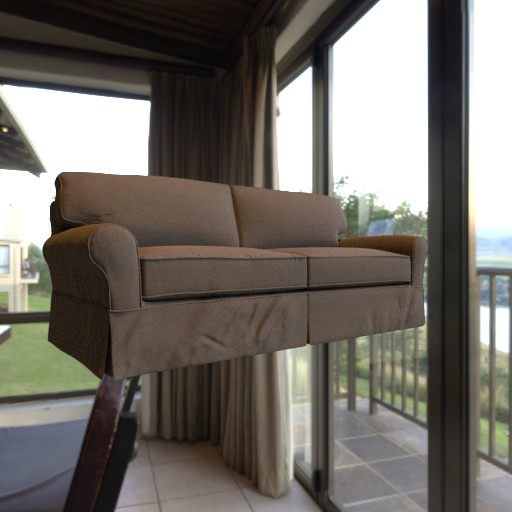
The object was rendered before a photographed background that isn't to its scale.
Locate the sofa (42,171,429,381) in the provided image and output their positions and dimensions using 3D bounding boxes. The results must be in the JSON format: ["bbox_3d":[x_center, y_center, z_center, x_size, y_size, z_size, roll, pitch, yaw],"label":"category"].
[{"bbox_3d":[0.000,0.000,2.683,2.248,0.943,0.991,0,1,-37],"label":"sofa"}]
